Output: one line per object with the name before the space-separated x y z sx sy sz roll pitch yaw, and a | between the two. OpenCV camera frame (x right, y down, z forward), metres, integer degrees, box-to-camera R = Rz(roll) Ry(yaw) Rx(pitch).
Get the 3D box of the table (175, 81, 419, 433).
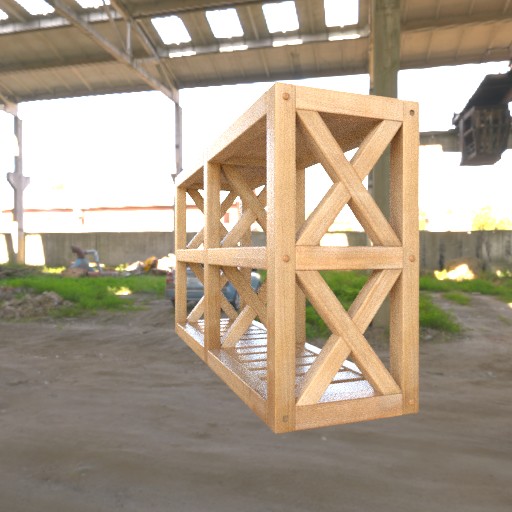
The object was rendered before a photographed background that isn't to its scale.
table | 0.000 0.000 1.634 0.381 0.762 1.320 0 0 -20
